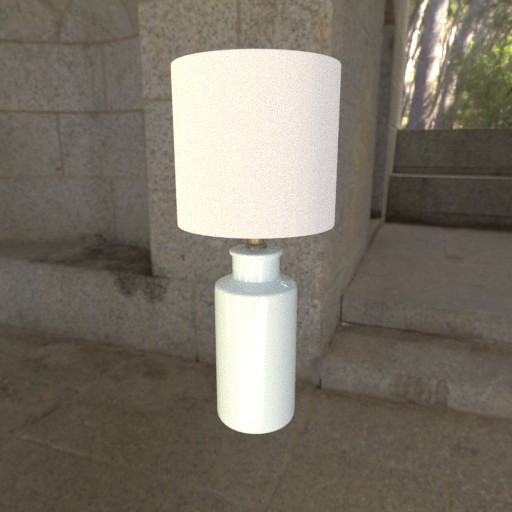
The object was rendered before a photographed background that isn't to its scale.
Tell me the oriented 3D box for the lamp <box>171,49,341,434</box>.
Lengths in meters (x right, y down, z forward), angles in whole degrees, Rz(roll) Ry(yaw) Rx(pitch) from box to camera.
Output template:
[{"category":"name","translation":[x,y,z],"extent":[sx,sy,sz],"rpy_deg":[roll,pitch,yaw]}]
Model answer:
[{"category":"lamp","translation":[0.000,0.000,0.619],"extent":[0.212,0.493,0.212],"rpy_deg":[-2,14,-8]}]
